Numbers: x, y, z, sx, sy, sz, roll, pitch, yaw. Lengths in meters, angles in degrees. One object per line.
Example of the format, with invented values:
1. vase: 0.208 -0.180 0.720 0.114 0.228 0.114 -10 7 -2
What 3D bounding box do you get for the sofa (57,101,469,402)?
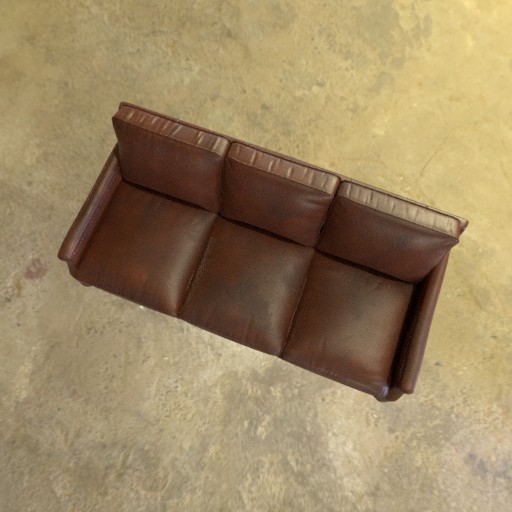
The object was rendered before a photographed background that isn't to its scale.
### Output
1. sofa: 0.000 0.000 2.790 2.240 1.003 1.084 20 76 5
